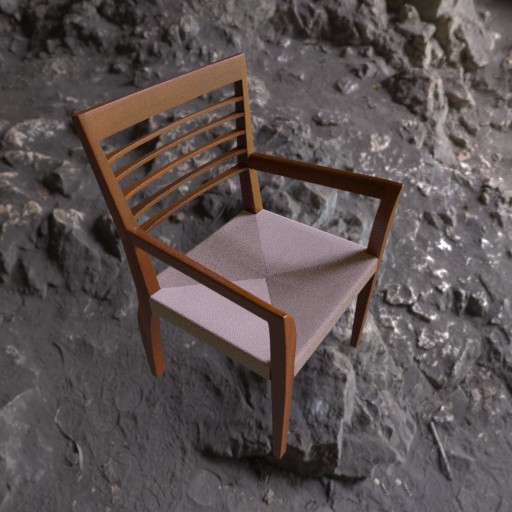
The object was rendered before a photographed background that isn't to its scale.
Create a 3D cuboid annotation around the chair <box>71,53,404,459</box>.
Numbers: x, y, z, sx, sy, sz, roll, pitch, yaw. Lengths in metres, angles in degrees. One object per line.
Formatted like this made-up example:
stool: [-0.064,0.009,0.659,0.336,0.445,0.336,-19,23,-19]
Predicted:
chair: [0.000,0.000,1.211,0.540,0.855,0.587,24,45,27]
